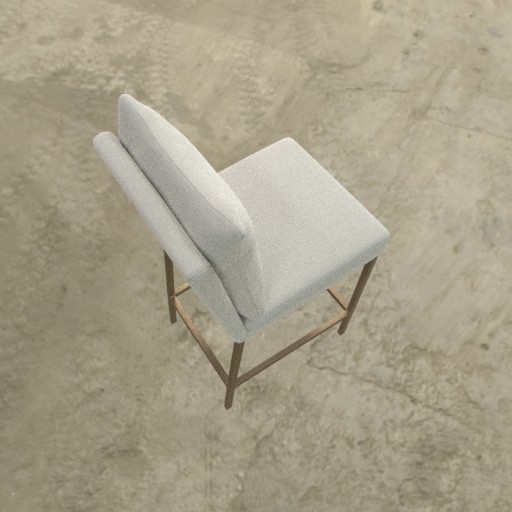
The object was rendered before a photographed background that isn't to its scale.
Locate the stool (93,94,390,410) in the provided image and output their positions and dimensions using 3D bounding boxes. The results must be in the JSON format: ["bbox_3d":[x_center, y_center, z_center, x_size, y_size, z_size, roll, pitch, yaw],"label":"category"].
[{"bbox_3d":[0.000,0.000,1.308,0.572,1.032,0.463,-30,62,-18],"label":"stool"}]
